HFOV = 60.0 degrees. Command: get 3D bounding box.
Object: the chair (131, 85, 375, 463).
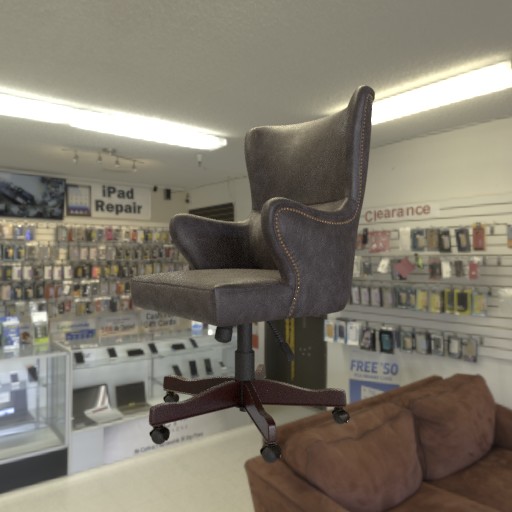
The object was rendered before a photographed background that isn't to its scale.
[{"bbox_3d":[0.000,0.000,1.420,0.717,1.037,0.594,0,0,-37],"label":"chair"}]
